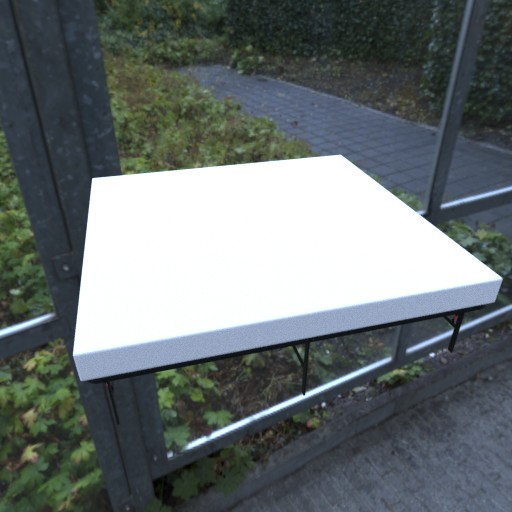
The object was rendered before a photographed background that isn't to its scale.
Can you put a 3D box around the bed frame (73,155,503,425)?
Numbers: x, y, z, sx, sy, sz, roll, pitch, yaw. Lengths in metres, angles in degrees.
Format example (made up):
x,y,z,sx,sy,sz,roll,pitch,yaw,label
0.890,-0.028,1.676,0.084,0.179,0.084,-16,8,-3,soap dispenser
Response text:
x,y,z,sx,sy,sz,roll,pitch,yaw,label
0.000,0.000,2.920,2.032,0.559,1.930,-8,33,-13,bed frame
